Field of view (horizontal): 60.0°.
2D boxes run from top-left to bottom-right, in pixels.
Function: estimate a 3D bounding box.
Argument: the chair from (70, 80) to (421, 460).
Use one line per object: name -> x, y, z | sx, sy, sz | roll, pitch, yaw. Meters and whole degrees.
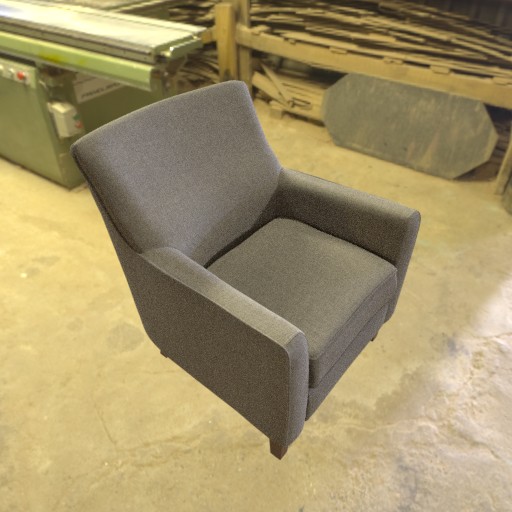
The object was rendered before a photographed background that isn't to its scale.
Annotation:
chair -> 0.000, 0.000, 1.789 | 0.993, 1.047, 0.887 | 27, 46, 29
